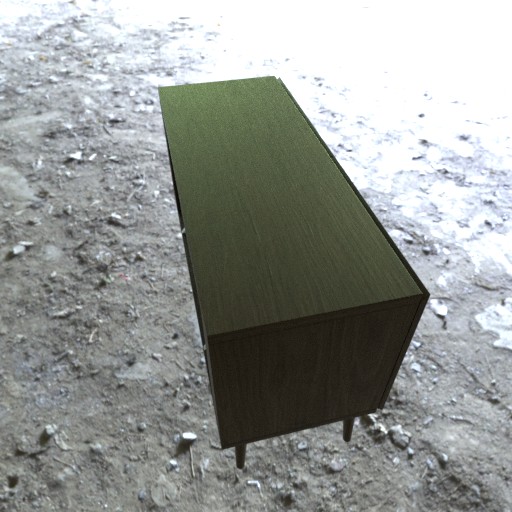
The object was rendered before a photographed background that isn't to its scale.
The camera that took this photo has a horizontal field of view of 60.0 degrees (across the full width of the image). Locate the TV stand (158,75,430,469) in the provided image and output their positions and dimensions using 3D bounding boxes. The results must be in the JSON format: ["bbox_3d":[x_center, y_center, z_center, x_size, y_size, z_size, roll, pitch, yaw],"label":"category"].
[{"bbox_3d":[0.000,0.000,1.331,0.405,0.660,0.990,-10,45,-10],"label":"TV stand"}]
